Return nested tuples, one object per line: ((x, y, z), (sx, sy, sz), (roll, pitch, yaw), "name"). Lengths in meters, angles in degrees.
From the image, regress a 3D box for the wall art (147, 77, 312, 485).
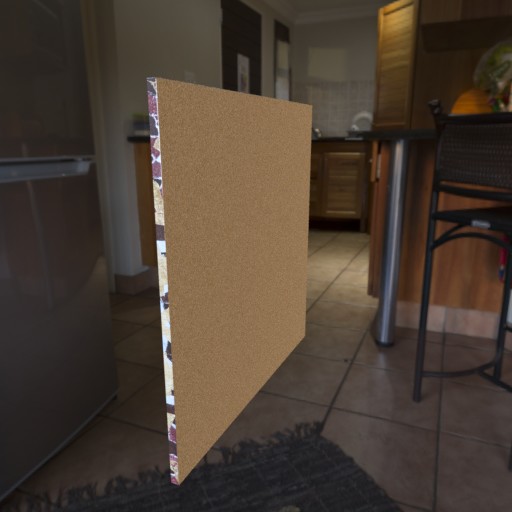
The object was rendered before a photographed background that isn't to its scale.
((0.000, 0.000, 0.597), (0.010, 0.406, 0.404), (7, 17, 24), "wall art")
